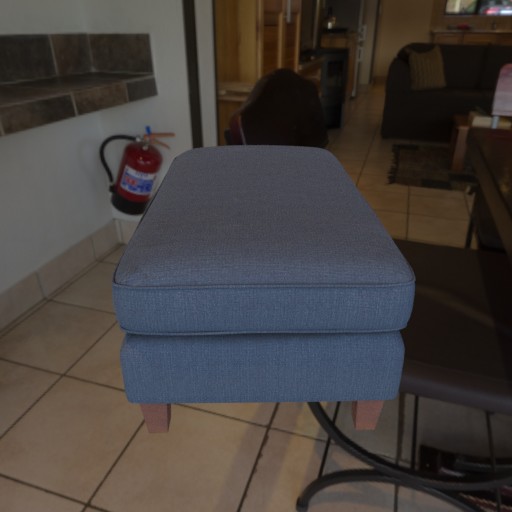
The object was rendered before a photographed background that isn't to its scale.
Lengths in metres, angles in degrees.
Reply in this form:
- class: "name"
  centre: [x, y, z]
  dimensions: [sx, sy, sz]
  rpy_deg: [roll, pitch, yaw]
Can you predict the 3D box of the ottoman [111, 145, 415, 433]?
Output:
- class: "ottoman"
  centre: [0.000, 0.000, 1.209]
  dimensions: [0.570, 0.438, 0.885]
  rpy_deg: [0, 27, -1]
